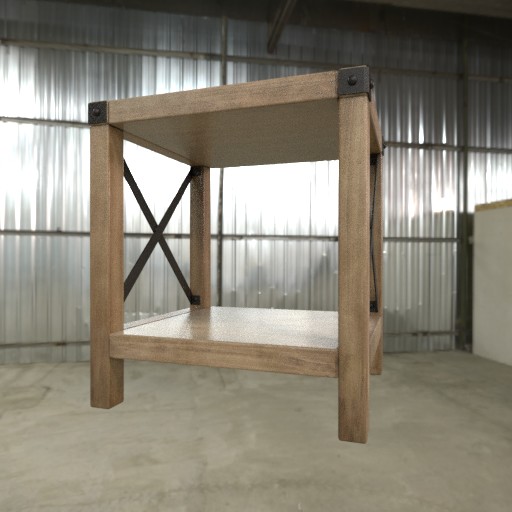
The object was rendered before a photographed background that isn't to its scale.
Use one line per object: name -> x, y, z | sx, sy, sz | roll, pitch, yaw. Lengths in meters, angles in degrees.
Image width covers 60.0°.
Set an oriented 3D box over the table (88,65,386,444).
table -> 0.000, 0.000, 0.934 | 0.510, 0.561, 0.459 | 0, 0, 19
